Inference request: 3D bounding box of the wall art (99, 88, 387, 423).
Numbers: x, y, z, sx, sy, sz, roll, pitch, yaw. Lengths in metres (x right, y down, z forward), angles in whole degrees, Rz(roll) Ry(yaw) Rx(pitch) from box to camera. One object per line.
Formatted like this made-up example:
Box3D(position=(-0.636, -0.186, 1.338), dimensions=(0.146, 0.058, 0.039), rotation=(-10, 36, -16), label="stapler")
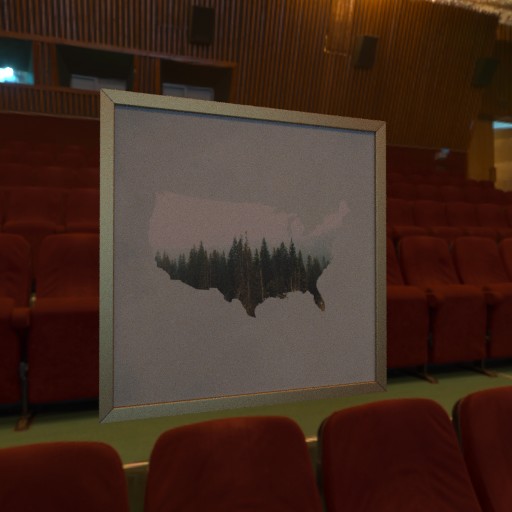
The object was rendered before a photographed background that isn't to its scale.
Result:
Box3D(position=(0.000, 0.000, 1.147), dimensions=(0.762, 0.762, 0.038), rotation=(0, -1, -19), label="wall art")
